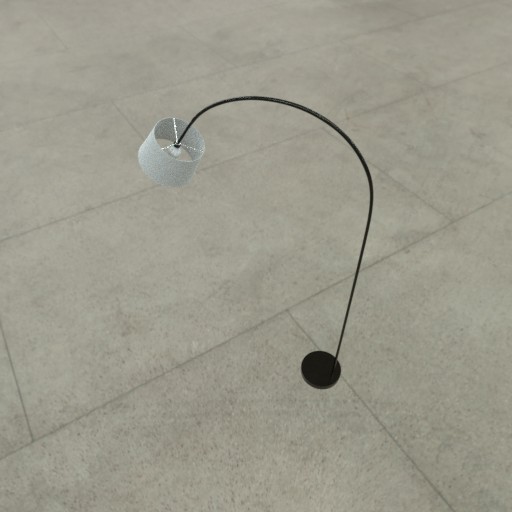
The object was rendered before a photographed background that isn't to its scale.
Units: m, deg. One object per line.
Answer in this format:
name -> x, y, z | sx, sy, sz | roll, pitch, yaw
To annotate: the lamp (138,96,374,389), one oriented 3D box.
lamp -> 0.000, 0.000, 2.752 | 1.363, 2.104, 0.331 | 17, 49, 15
